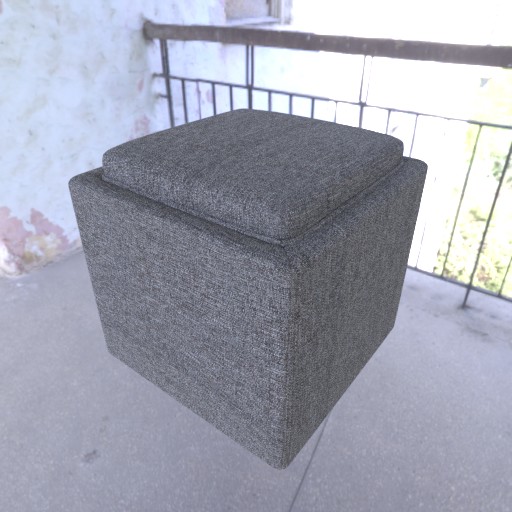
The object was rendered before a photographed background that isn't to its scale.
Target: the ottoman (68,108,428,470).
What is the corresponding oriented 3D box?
[{"bbox_3d":[0.000,0.000,0.846,0.450,0.460,0.450,22,38,31],"label":"ottoman"}]
